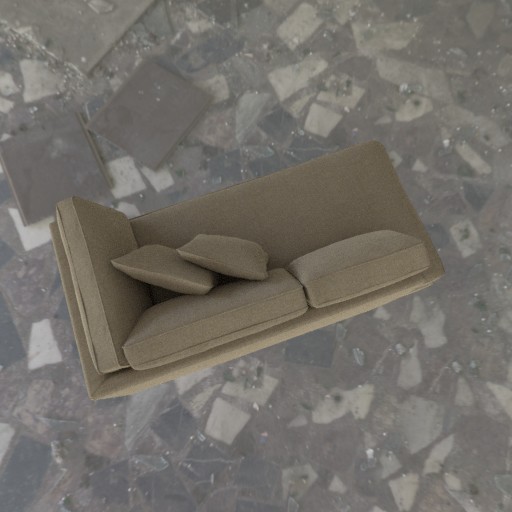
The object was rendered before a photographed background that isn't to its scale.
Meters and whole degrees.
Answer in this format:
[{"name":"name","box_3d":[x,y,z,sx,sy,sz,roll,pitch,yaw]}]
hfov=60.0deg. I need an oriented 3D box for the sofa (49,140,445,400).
[{"name":"sofa","box_3d":[0.000,0.000,2.861,2.238,1.019,1.110,-19,76,-5]}]
